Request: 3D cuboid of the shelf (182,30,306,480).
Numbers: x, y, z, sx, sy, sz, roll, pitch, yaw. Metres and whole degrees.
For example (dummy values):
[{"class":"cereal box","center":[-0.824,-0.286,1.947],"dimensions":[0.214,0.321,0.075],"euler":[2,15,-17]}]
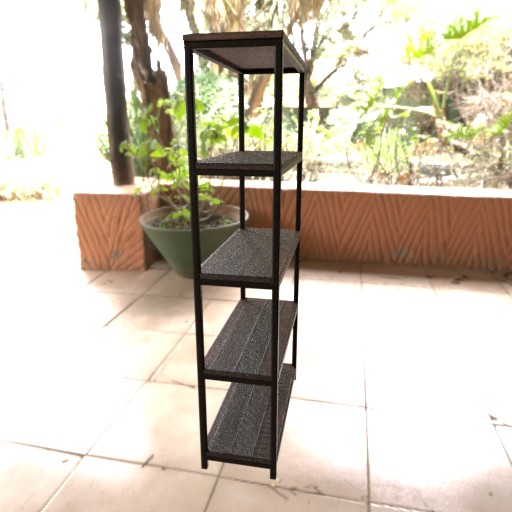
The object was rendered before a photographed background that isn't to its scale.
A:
[{"class":"shelf","center":[0.000,0.000,2.200],"dimensions":[0.359,1.860,0.874],"euler":[3,17,11]}]
